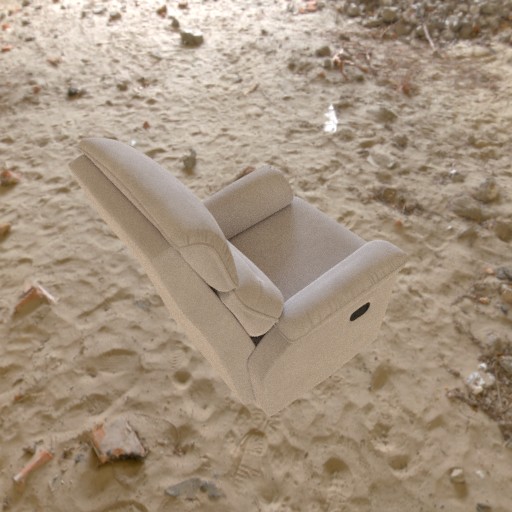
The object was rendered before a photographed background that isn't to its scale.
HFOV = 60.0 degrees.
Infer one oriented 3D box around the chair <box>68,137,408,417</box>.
[{"bbox_3d":[0.000,0.000,1.678,1.001,1.039,0.820,-27,48,-27],"label":"chair"}]
